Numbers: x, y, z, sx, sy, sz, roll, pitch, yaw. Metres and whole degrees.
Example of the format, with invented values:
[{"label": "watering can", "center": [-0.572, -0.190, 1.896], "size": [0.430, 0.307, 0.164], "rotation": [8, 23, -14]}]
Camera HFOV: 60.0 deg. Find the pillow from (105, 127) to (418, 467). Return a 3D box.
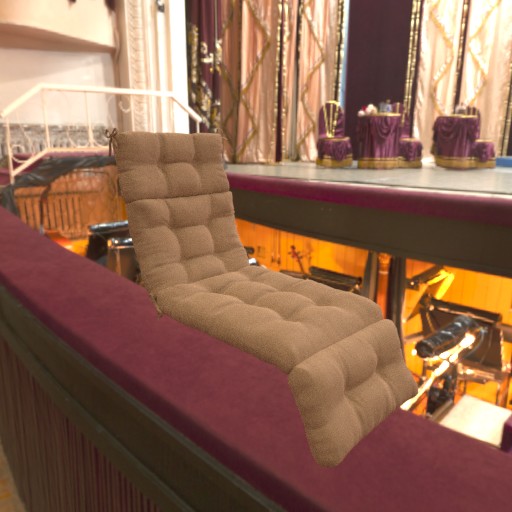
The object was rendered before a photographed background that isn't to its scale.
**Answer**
[{"label": "pillow", "center": [0.000, 0.000, 1.495], "size": [1.016, 0.863, 0.526], "rotation": [13, 19, 42]}]
